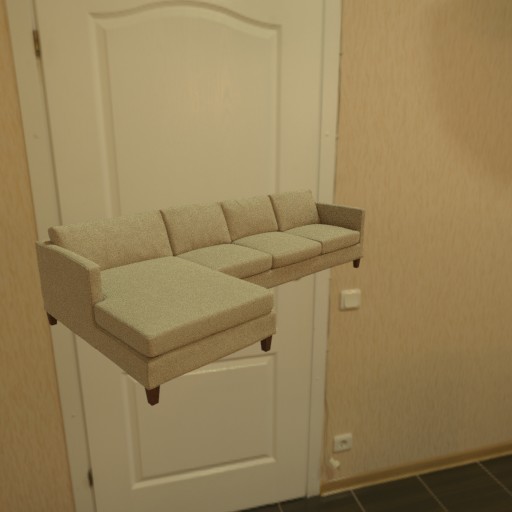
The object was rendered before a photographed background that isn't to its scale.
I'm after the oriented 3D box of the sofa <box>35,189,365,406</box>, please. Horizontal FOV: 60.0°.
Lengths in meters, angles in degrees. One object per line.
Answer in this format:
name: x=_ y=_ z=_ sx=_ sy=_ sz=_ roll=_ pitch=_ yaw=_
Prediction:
sofa: x=0.000 y=0.000 z=3.966 sx=3.186 sy=0.846 sz=1.625 roll=-15 pitch=21 yaw=-42
